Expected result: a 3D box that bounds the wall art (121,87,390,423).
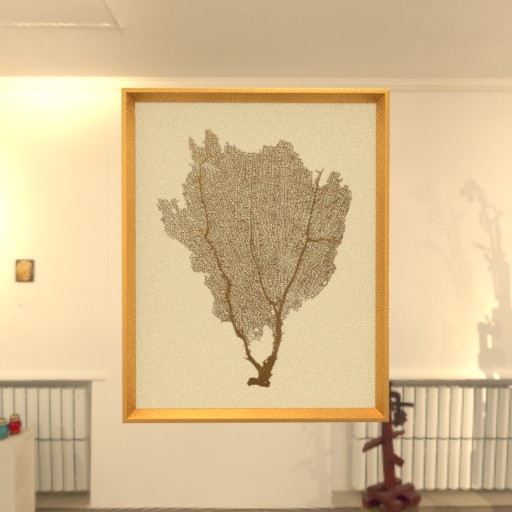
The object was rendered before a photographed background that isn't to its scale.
[{"bbox_3d":[0.000,0.000,1.029,0.610,0.762,0.038,0,1,-1],"label":"wall art"}]
